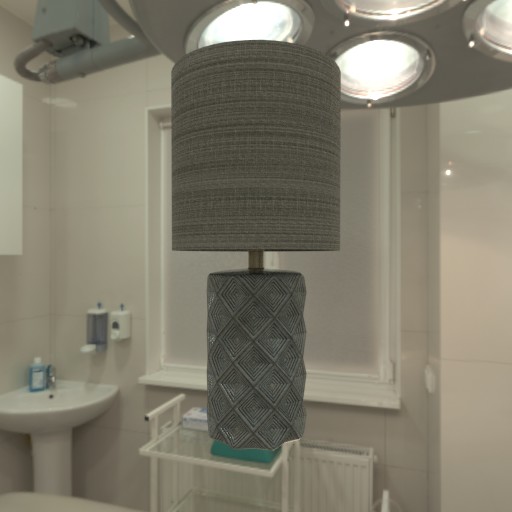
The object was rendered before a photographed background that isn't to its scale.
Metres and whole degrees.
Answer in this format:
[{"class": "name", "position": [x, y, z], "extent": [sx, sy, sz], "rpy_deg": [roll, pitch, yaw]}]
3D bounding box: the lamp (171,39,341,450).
[{"class": "lamp", "position": [0.000, 0.000, 0.714], "extent": [0.268, 0.566, 0.269], "rpy_deg": [0, 0, 19]}]
